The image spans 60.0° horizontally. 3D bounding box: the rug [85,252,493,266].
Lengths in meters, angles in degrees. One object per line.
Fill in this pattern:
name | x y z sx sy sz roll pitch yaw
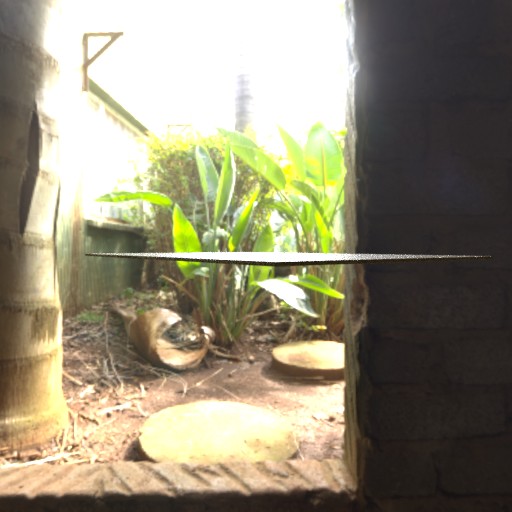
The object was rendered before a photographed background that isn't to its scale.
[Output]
rug | 0.000 0.000 2.887 1.532 0.018 2.297 -1 1 -36
